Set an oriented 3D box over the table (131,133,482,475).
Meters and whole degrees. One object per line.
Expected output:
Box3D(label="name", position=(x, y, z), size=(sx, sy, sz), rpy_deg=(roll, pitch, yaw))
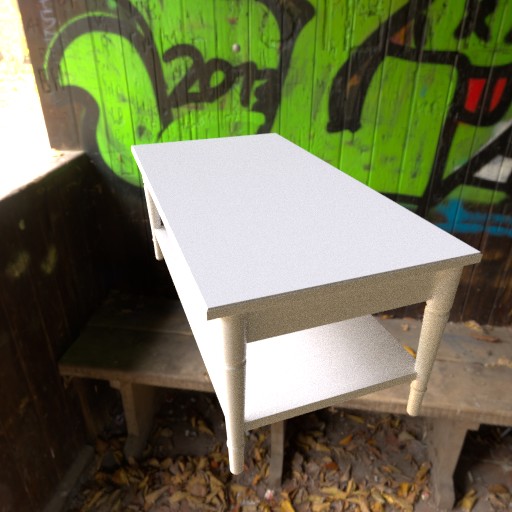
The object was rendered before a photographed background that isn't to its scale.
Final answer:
Box3D(label="table", position=(0.000, 0.000, 1.334), size=(0.559, 0.457, 1.067), rpy_deg=(-10, 30, -18))
